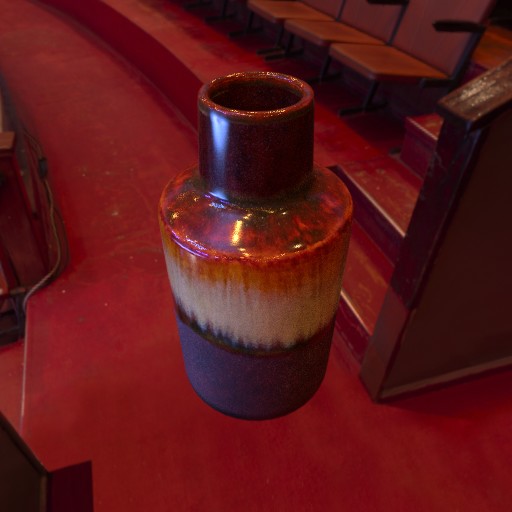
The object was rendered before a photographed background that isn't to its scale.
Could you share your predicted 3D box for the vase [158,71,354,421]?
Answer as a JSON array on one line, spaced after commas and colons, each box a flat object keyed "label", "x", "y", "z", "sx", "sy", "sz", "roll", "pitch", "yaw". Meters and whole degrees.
[{"label": "vase", "x": 0.000, "y": 0.000, "z": 0.271, "sx": 0.108, "sy": 0.204, "sz": 0.108, "roll": 0, "pitch": 41, "yaw": 0}]
